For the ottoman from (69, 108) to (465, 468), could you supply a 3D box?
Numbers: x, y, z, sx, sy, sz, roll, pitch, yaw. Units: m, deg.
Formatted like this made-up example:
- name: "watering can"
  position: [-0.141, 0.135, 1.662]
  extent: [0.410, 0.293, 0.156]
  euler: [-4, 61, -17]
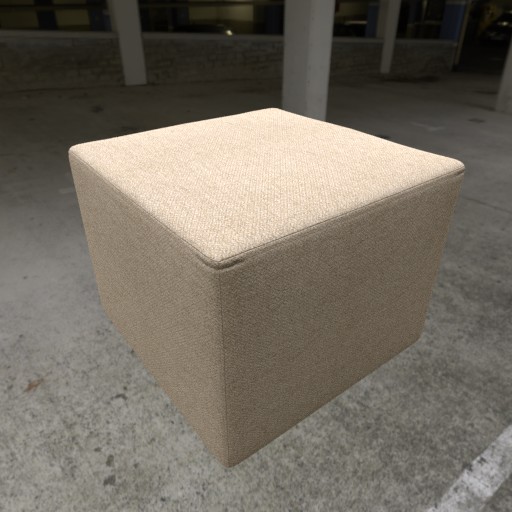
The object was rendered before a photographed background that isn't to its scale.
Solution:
- name: "ottoman"
  position: [0.000, 0.000, 0.863]
  extent: [0.508, 0.432, 0.508]
  euler: [-22, 37, -31]
